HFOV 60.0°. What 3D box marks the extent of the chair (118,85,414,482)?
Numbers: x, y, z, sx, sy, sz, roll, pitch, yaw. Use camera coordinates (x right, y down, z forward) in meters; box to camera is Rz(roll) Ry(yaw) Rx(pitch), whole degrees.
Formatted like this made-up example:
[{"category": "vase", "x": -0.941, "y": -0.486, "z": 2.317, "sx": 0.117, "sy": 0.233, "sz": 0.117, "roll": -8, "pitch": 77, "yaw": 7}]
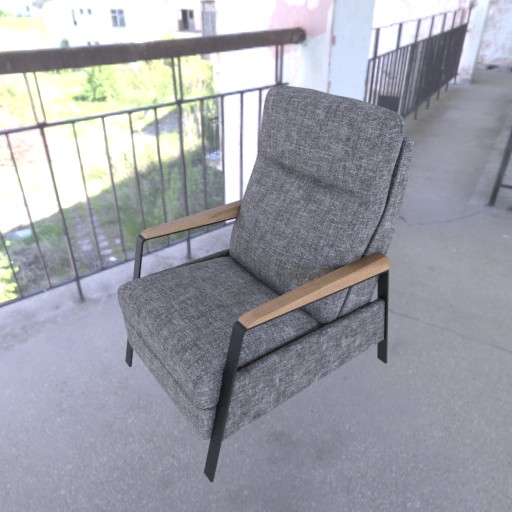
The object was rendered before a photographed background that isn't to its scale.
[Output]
[{"category": "chair", "x": 0.000, "y": 0.000, "z": 1.588, "sx": 0.868, "sy": 1.042, "sz": 0.671, "roll": -22, "pitch": 37, "yaw": -31}]
